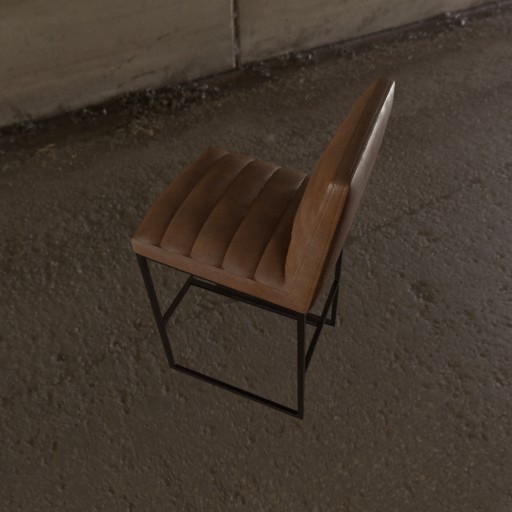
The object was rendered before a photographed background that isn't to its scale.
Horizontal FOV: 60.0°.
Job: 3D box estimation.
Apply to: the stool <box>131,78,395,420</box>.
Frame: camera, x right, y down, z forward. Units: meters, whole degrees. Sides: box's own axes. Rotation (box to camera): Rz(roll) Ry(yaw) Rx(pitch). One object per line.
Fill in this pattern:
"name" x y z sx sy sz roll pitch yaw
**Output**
"stool" 0.000 0.000 1.377 0.562 1.065 0.463 17 50 15
